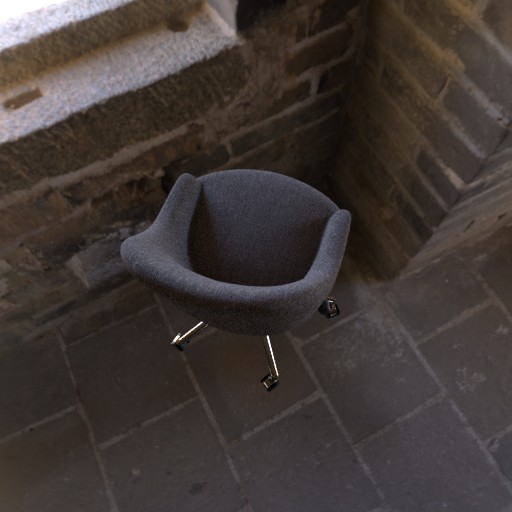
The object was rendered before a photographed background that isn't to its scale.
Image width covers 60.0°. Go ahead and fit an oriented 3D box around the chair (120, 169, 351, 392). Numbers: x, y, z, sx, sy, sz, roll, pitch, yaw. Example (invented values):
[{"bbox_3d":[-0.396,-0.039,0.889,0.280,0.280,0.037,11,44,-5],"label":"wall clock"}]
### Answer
[{"bbox_3d":[0.000,0.000,1.405,0.671,0.950,0.712,14,64,7],"label":"chair"}]
